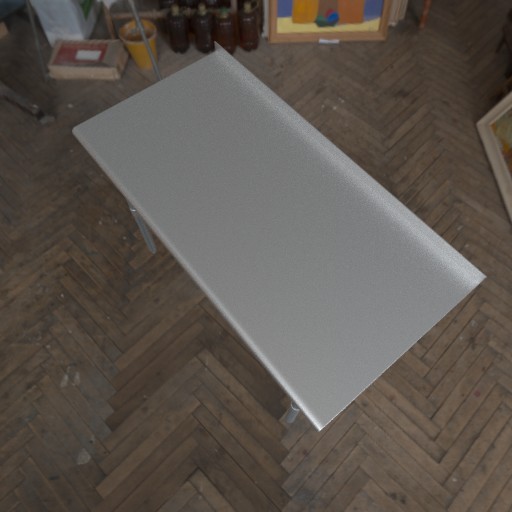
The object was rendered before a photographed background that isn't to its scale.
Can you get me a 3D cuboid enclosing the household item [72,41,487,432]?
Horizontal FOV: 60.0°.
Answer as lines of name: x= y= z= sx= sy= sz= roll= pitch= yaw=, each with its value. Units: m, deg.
household item: x=0.000 y=0.000 z=1.698 sx=0.610 sy=0.851 sz=1.219 roll=-36 pitch=68 yaw=-17
